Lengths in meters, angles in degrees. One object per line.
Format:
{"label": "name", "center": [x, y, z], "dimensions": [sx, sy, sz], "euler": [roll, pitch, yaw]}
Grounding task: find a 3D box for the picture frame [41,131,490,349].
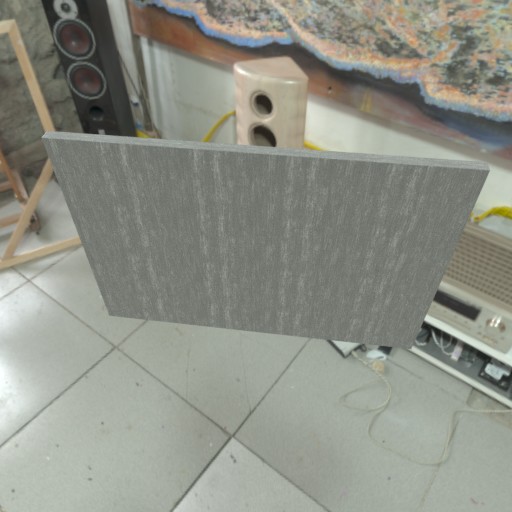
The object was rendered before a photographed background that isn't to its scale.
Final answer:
{"label": "picture frame", "center": [0.000, 0.000, 1.169], "dimensions": [0.950, 0.640, 0.029], "euler": [5, 45, 5]}
